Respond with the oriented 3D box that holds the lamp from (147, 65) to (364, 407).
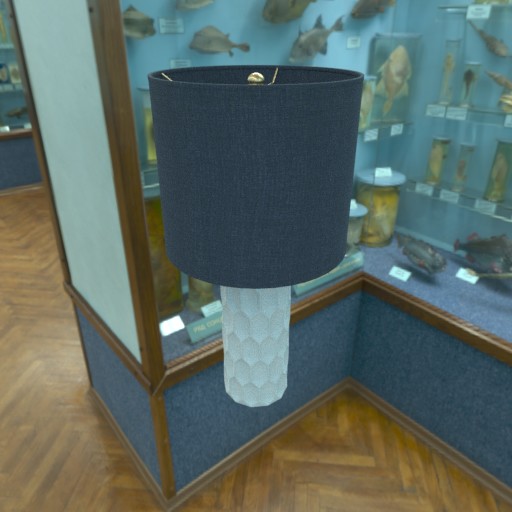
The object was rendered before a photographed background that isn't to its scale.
[{"bbox_3d":[0.000,0.000,0.700,0.277,0.537,0.277,-19,33,-32],"label":"lamp"}]
